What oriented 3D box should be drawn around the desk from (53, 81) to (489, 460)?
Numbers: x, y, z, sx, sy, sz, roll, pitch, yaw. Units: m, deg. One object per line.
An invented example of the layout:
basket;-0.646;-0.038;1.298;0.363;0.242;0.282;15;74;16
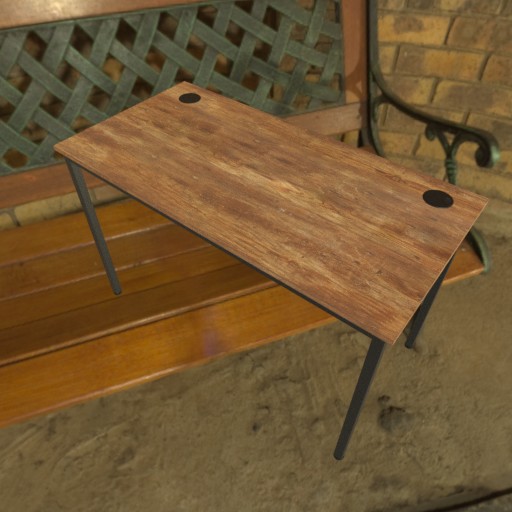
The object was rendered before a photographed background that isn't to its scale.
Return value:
desk;0.000;0.000;1.607;1.200;0.749;0.600;30;53;25
